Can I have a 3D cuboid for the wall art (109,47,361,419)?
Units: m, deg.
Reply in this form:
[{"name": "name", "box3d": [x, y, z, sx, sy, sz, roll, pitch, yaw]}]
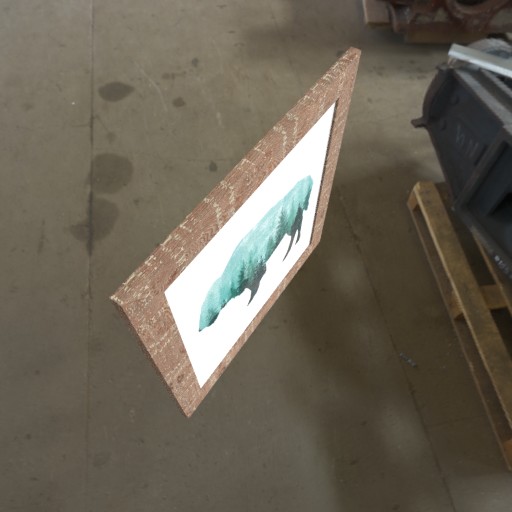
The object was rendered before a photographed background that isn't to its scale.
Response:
[{"name": "wall art", "box3d": [0.000, 0.000, 0.574, 0.022, 0.380, 0.380, 30, 63, 18]}]
